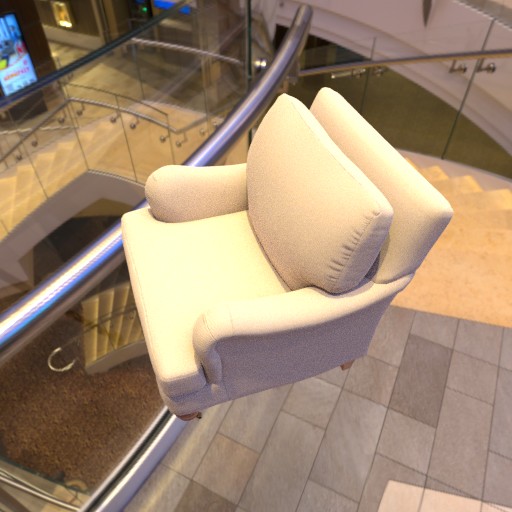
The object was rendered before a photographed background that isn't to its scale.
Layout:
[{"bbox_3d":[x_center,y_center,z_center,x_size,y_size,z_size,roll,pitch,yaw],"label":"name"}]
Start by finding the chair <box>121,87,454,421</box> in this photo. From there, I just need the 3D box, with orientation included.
[{"bbox_3d":[0.000,0.000,1.918,1.070,1.038,0.955,-15,49,-14],"label":"chair"}]
